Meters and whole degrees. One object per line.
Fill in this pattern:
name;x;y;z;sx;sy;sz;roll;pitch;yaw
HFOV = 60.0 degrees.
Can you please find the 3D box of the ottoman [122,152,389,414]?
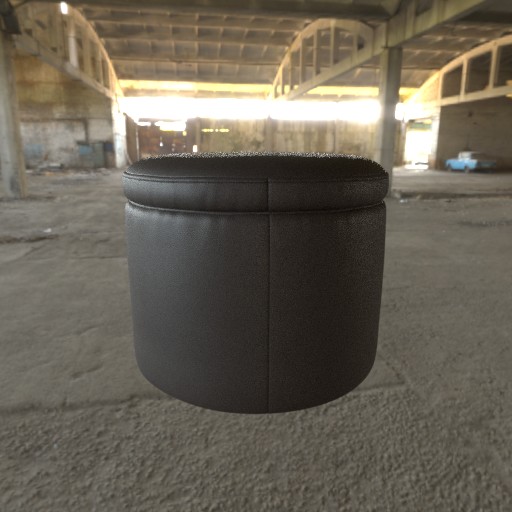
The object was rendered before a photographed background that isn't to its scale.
ottoman;0.000;0.000;0.898;0.500;0.409;0.500;0;14;0
